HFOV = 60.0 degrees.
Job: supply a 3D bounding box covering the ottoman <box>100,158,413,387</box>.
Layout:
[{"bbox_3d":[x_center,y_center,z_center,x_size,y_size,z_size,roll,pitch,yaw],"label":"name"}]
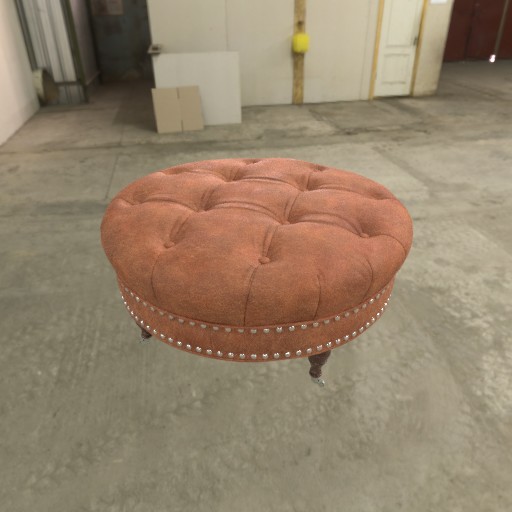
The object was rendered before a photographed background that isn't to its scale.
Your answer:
[{"bbox_3d":[0.000,0.000,1.403,0.901,0.444,0.901,0,30,0],"label":"ottoman"}]
